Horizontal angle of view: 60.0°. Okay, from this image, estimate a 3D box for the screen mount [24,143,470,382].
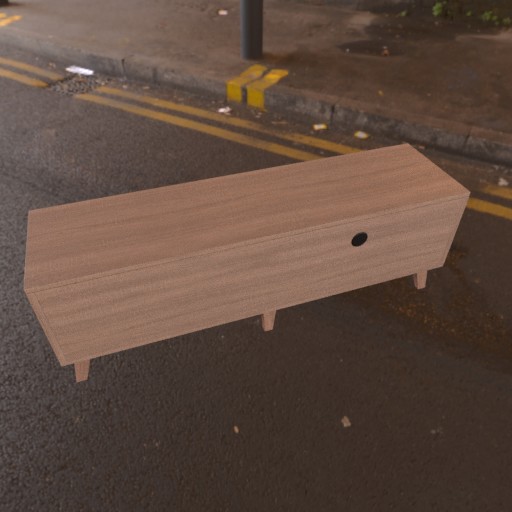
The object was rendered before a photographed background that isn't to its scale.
[{"bbox_3d":[0.000,0.000,1.718,1.500,0.509,0.401,-13,43,-14],"label":"screen mount"}]
